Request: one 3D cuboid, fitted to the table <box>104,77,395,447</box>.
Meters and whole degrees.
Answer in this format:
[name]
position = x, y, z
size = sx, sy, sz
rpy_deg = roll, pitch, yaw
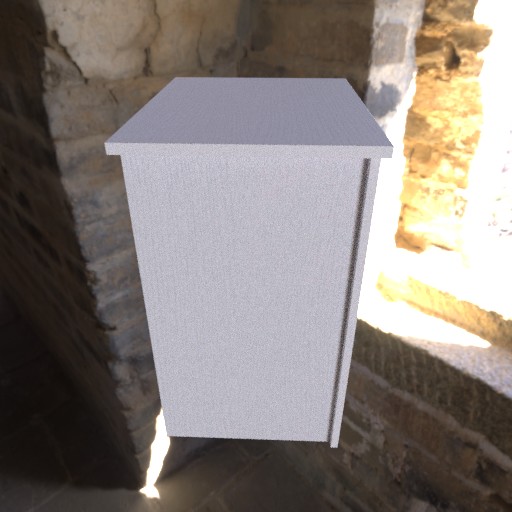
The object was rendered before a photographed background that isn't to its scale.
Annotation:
[table]
position = 0.000, 0.000, 0.947
size = 0.381, 0.635, 0.480
rpy_deg = 1, 32, 2
